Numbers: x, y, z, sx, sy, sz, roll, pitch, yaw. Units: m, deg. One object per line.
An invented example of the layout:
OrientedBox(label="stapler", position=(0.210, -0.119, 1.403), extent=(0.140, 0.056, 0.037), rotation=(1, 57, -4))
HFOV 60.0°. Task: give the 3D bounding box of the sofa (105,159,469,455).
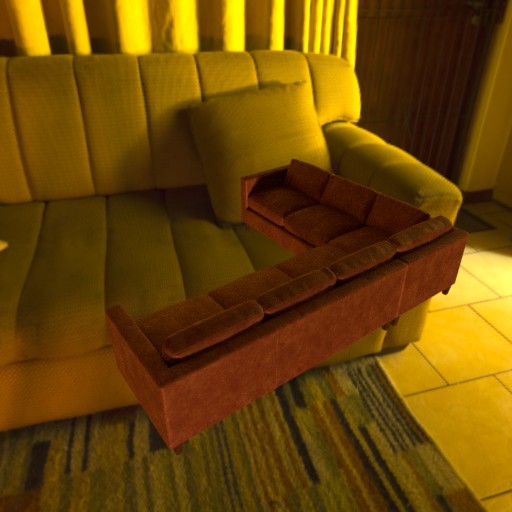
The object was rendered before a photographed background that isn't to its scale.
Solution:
OrientedBox(label="sofa", position=(0.000, 0.000, 4.303), extent=(3.150, 0.838, 2.438), rotation=(-21, 37, -30))
